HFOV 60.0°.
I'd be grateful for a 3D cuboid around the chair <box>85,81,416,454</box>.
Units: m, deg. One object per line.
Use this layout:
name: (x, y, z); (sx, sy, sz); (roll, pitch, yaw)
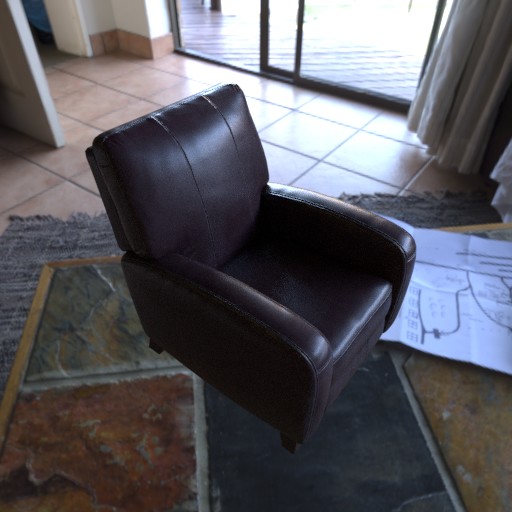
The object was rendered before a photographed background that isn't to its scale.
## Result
chair: (0.000, 0.000, 1.668); (0.990, 0.990, 0.762); (27, 48, 28)
